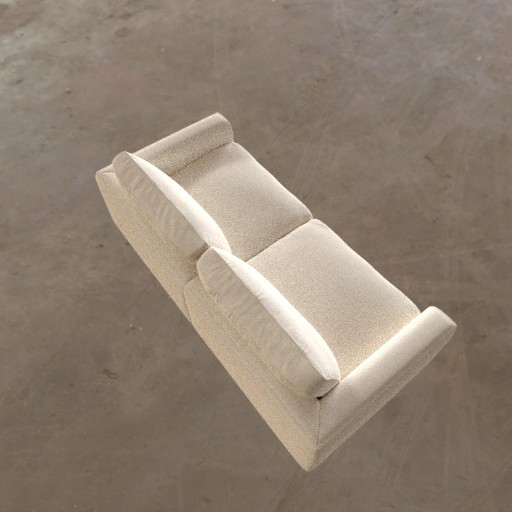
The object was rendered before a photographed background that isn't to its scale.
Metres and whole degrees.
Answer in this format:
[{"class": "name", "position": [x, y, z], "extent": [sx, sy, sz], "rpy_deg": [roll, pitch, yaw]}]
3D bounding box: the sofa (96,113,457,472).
[{"class": "sofa", "position": [0.000, 0.000, 2.809], "extent": [1.070, 0.801, 2.262], "rpy_deg": [-33, 62, -20]}]
